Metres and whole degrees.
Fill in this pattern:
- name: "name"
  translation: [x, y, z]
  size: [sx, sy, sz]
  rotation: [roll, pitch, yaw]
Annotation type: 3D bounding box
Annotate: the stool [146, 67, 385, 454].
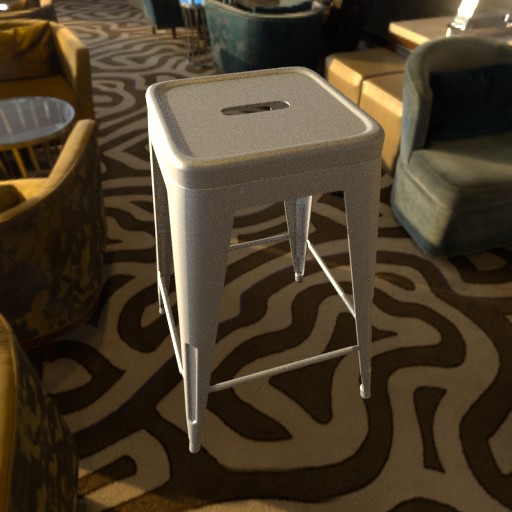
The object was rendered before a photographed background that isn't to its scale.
- name: "stool"
  translation: [0.000, 0.000, 0.873]
  size: [0.406, 0.610, 0.406]
  rotation: [-12, 43, -14]
